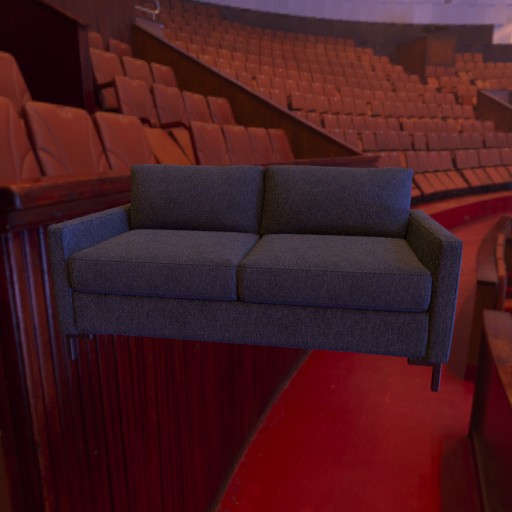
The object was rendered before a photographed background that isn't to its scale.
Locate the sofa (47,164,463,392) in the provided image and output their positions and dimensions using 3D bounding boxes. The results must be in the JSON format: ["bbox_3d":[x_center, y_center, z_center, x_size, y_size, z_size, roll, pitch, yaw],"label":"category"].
[{"bbox_3d":[0.000,0.000,2.195,1.716,0.862,0.866,2,14,10],"label":"sofa"}]
